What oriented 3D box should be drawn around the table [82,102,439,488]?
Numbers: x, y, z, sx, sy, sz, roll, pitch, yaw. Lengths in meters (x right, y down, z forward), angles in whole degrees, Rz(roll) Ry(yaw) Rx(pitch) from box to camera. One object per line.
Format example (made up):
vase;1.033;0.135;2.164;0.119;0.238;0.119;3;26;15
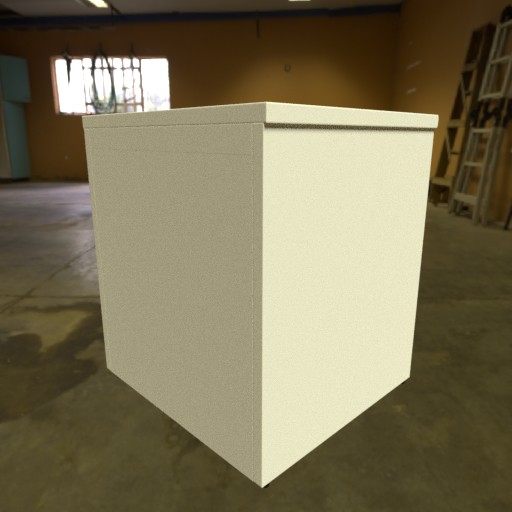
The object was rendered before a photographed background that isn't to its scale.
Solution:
table;0.000;0.000;0.761;0.380;0.460;0.420;-14;21;-42
